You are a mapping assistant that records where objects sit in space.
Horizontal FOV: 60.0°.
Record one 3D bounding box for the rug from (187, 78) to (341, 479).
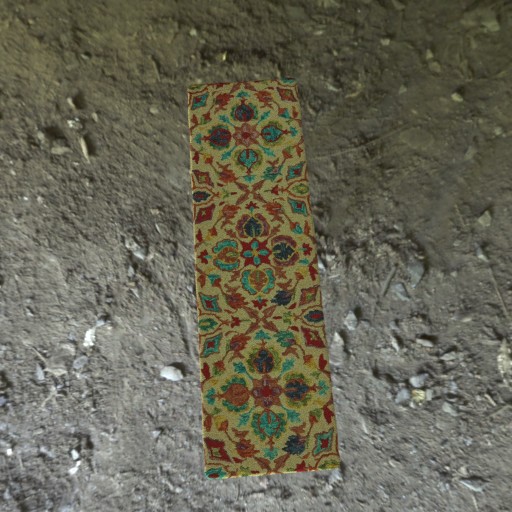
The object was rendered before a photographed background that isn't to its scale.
[{"bbox_3d":[0.000,0.000,2.511,0.693,0.016,2.273,-4,76,-1],"label":"rug"}]
